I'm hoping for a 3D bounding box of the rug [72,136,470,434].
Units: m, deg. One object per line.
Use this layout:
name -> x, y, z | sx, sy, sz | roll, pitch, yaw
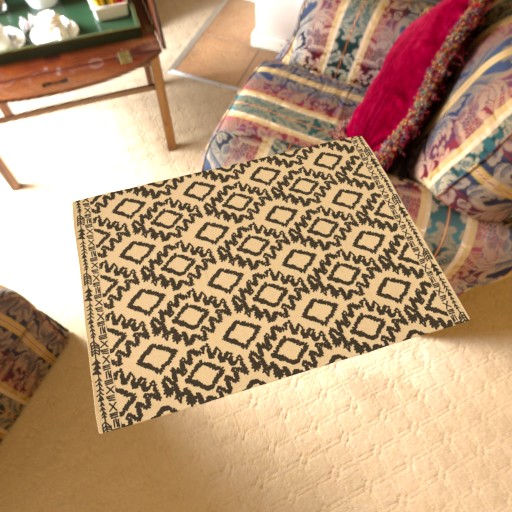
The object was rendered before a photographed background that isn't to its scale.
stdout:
rug -> 0.000, 0.000, 4.357 | 3.369, 0.036, 2.444 | -15, 60, -9
